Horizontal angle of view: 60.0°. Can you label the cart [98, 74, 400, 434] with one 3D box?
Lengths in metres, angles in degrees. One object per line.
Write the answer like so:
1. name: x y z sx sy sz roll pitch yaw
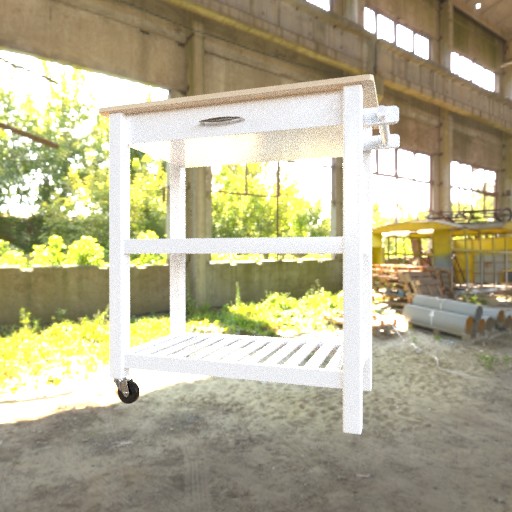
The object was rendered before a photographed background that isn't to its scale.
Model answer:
1. cart: 0.000 0.000 1.463 0.899 0.927 0.457 0 0 18
